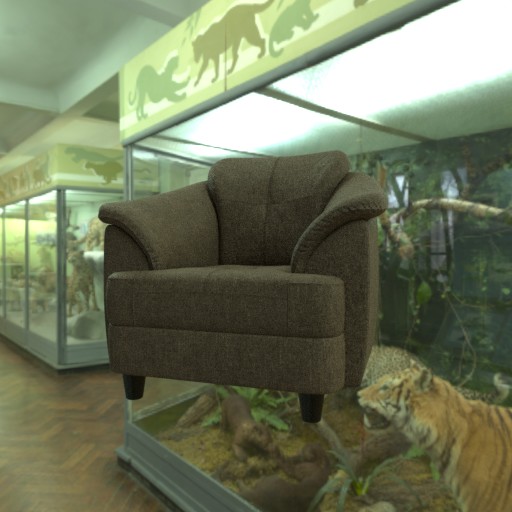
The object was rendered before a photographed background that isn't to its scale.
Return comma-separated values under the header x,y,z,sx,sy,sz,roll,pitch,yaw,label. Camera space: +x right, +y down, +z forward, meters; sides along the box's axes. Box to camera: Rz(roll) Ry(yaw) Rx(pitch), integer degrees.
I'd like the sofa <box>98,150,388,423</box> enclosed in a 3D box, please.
x,y,z,sx,sy,sz,roll,pitch,yaw,label
0.000,0.000,1.498,0.870,0.811,0.794,0,1,19,sofa
